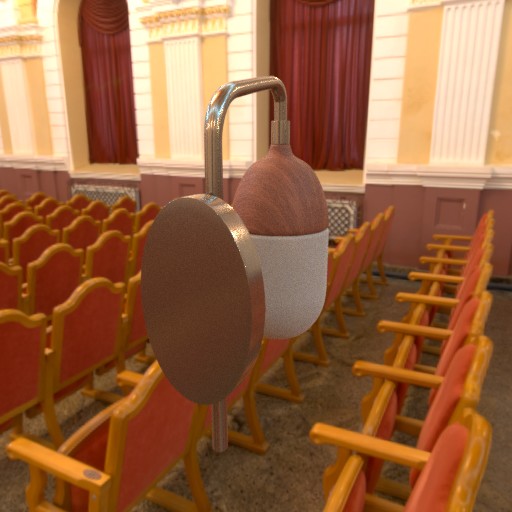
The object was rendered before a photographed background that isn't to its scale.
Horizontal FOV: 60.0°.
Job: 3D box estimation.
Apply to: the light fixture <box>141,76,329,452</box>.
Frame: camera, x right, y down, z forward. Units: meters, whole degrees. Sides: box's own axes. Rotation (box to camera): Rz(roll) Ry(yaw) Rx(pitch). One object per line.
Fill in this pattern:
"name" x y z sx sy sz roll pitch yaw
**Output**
"light fixture" 0.000 0.000 0.442 0.108 0.343 0.216 8 16 27
